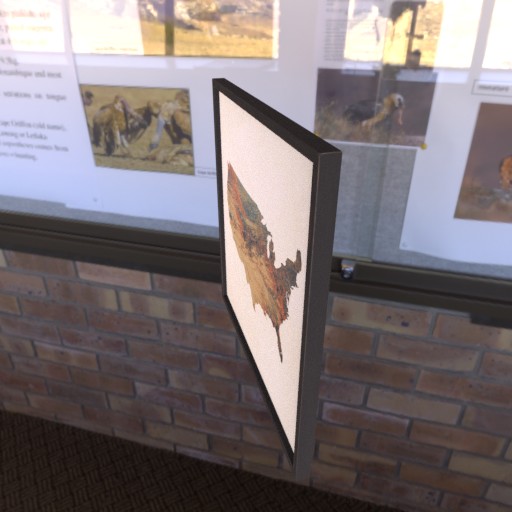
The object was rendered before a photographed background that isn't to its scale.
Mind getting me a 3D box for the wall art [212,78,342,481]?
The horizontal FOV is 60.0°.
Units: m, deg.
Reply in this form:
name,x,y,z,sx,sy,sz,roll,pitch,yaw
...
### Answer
name,x,y,z,sx,sy,sz,roll,pitch,yaw
wall art,0.000,0.000,0.457,0.015,0.303,0.304,-8,31,-14
